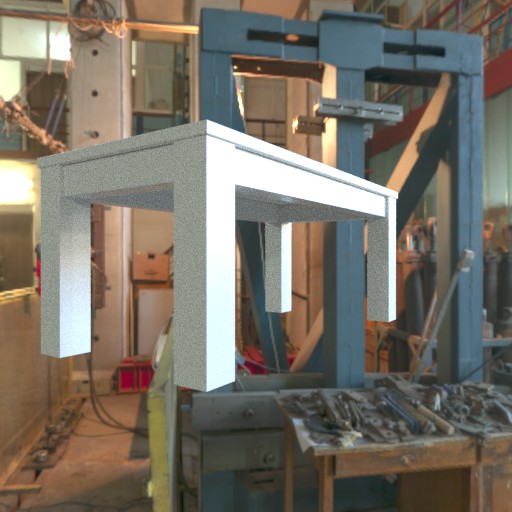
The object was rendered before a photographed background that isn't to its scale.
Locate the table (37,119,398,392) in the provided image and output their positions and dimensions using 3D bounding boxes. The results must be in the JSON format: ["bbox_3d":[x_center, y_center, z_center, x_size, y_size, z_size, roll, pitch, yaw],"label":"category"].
[{"bbox_3d":[0.000,0.000,2.271,0.900,0.790,1.800,0,0,35],"label":"table"}]
